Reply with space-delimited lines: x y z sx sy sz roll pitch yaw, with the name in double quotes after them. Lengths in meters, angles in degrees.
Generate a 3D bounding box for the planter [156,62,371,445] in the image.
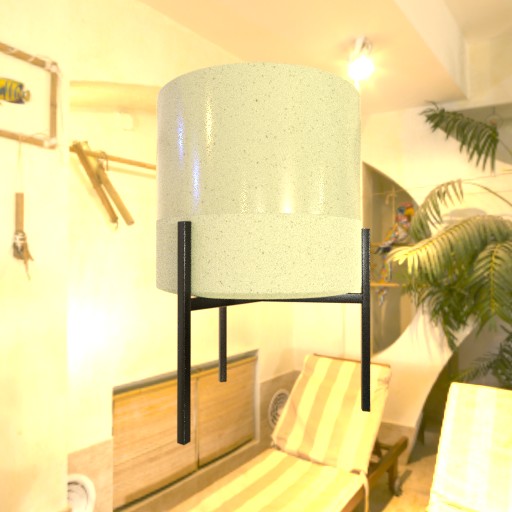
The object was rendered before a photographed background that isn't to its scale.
0.000 0.000 0.334 0.152 0.230 0.159 0 -1 35 "planter"
